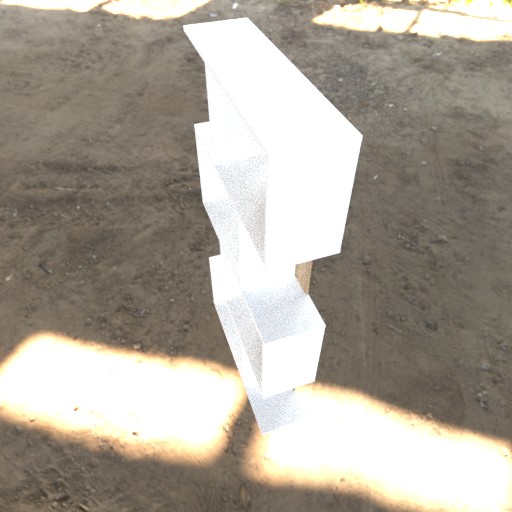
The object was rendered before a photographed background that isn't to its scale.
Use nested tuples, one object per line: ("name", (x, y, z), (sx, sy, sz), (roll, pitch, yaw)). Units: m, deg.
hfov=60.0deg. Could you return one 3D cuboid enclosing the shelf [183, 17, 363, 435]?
("shelf", (0.000, 0.000, 1.956), (0.250, 1.650, 0.890), (-14, 48, -13))
